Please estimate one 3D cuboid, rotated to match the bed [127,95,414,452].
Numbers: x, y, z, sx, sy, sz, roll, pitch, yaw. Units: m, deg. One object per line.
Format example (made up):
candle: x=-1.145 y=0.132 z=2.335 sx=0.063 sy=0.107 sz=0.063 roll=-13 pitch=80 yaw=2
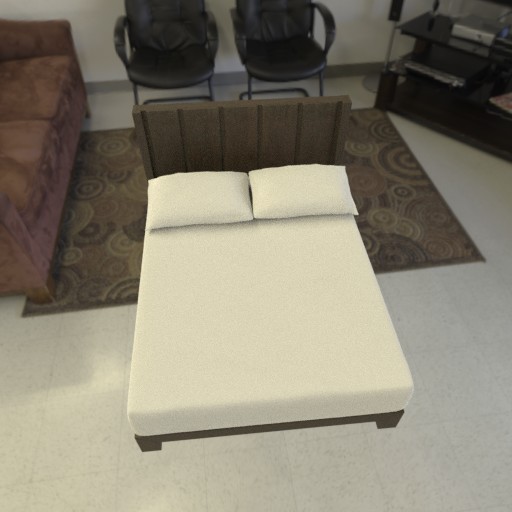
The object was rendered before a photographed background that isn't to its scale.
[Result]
bed: x=0.000 y=0.000 z=3.257 sx=1.727 sy=1.270 sz=2.242 roll=-4 pitch=47 yaw=-4
